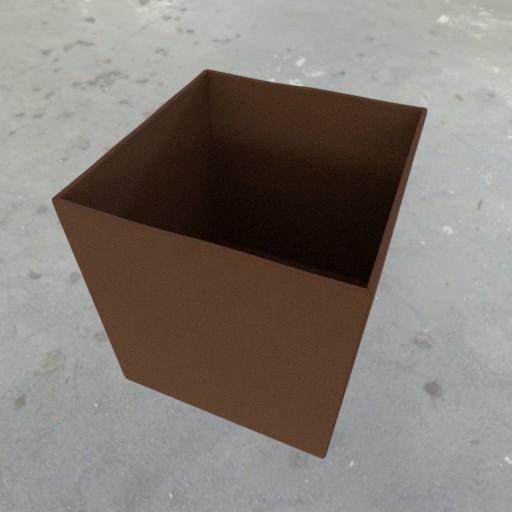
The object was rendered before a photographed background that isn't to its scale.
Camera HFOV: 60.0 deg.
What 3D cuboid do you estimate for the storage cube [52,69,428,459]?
[{"bbox_3d":[0.000,0.000,0.496,0.270,0.280,0.270,16,48,16],"label":"storage cube"}]
